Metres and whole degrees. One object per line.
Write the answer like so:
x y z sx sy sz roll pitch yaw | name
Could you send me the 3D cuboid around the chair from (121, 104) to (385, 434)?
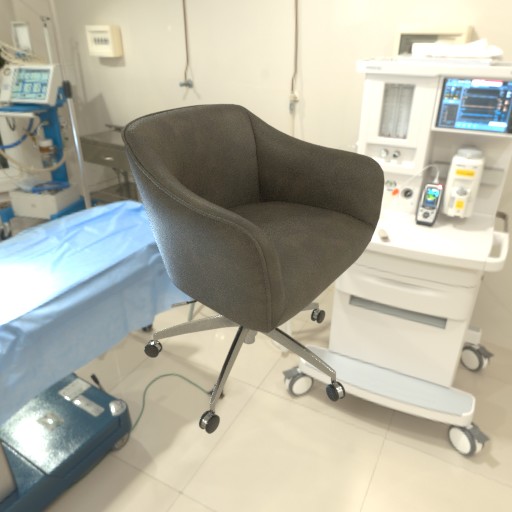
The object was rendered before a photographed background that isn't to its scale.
0.000 0.000 1.384 0.689 0.827 0.713 18 32 31 | chair
